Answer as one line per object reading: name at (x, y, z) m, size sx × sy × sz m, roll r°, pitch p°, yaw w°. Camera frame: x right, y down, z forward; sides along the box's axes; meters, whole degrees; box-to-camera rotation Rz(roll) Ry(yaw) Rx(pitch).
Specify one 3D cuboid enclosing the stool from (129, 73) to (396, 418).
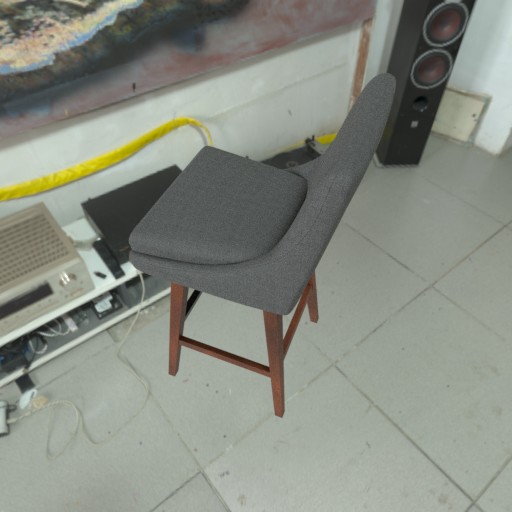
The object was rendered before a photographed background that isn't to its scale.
stool at (0.000, 0.000, 1.248) m, size 0.524 × 0.977 × 0.447 m, roll 16°, pitch 50°, yaw 15°
